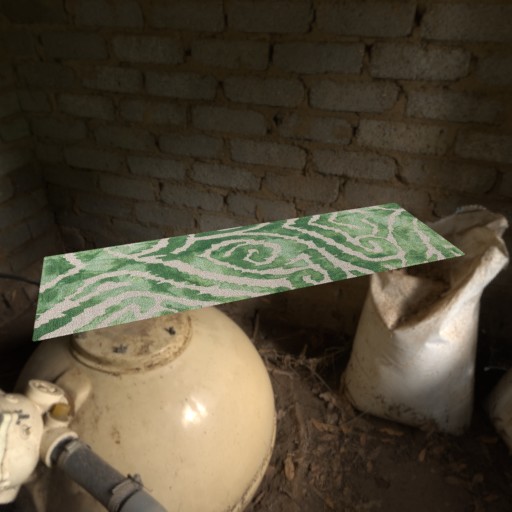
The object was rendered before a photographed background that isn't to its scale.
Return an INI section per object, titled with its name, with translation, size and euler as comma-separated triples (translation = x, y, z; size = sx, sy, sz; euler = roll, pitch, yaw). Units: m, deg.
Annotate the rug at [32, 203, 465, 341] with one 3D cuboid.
[rug]
translation = 0.000, 0.000, 2.688
size = 2.438, 0.006, 0.761
euler = -10, 34, -15
